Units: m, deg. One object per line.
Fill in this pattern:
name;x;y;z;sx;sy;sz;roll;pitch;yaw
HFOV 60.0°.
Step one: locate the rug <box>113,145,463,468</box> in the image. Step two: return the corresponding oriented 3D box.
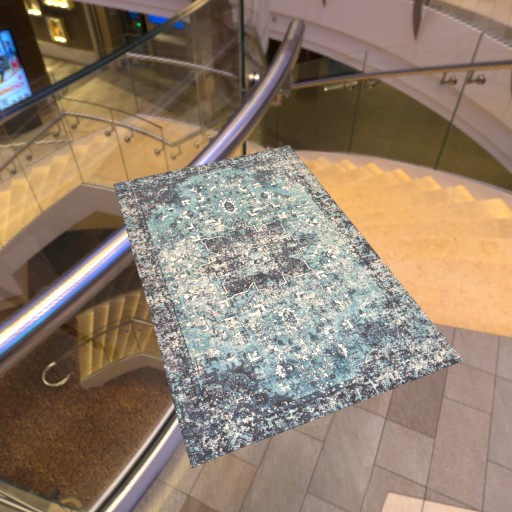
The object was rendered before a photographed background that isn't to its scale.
rug;0.000;0.000;2.355;1.219;0.005;1.828;-16;48;-15
